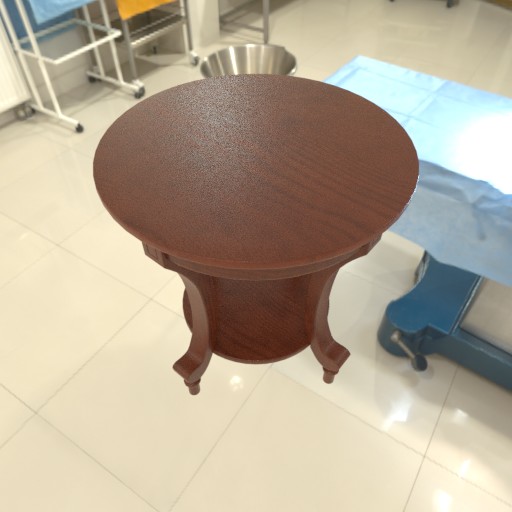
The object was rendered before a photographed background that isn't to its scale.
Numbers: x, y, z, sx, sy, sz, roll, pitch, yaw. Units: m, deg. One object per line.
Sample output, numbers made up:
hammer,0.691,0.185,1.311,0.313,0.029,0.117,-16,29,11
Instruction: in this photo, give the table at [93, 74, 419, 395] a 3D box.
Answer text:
table,0.000,0.000,1.056,0.597,0.612,0.597,0,47,0
